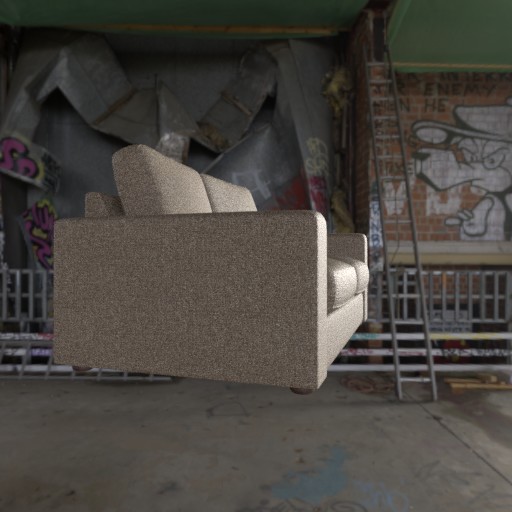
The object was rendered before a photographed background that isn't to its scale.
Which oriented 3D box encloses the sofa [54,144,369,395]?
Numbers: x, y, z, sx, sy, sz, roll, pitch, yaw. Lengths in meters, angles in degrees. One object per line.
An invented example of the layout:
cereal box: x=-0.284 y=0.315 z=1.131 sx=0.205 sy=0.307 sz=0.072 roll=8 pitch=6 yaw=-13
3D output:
sofa: x=0.000 y=0.000 z=2.207 sx=1.016 sy=0.873 sz=1.616 roll=0 pitch=0 yaw=19
